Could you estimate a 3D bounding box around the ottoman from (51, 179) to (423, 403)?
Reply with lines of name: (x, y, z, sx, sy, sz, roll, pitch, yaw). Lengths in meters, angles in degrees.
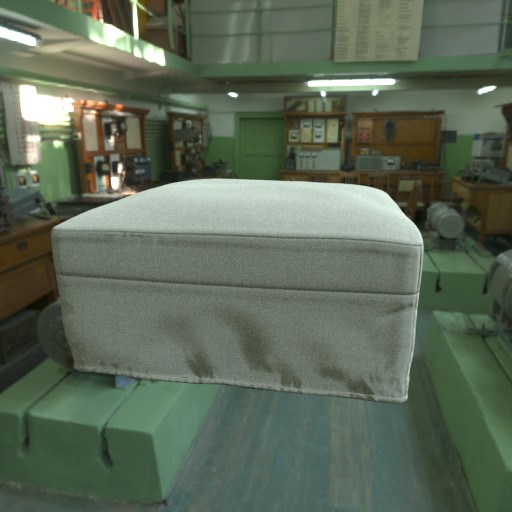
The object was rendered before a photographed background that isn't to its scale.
ottoman: (0.000, 0.000, 1.367, 0.840, 0.436, 0.843, 3, 16, 10)
